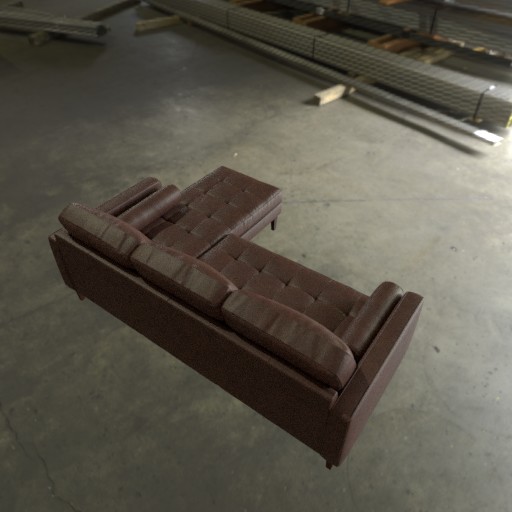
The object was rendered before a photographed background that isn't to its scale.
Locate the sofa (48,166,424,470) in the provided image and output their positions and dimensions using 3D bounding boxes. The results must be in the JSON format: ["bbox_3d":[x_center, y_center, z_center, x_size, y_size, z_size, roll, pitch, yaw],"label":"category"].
[{"bbox_3d":[0.000,0.000,2.962,2.185,0.841,1.613,26,48,26],"label":"sofa"}]
